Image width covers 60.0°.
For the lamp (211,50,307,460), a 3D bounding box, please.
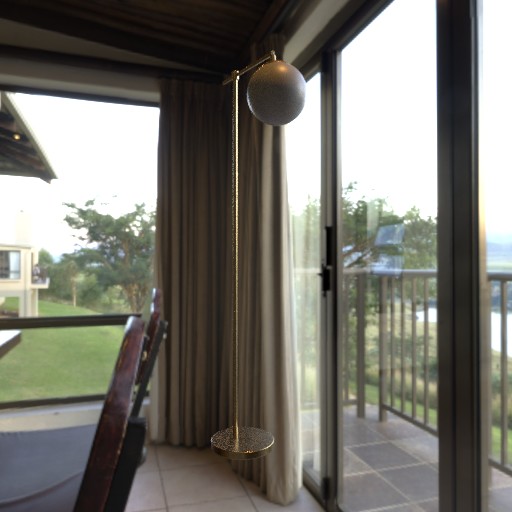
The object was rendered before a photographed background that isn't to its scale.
[{"bbox_3d":[0.000,0.000,1.690,0.249,1.505,0.476,0,0,-36],"label":"lamp"}]
